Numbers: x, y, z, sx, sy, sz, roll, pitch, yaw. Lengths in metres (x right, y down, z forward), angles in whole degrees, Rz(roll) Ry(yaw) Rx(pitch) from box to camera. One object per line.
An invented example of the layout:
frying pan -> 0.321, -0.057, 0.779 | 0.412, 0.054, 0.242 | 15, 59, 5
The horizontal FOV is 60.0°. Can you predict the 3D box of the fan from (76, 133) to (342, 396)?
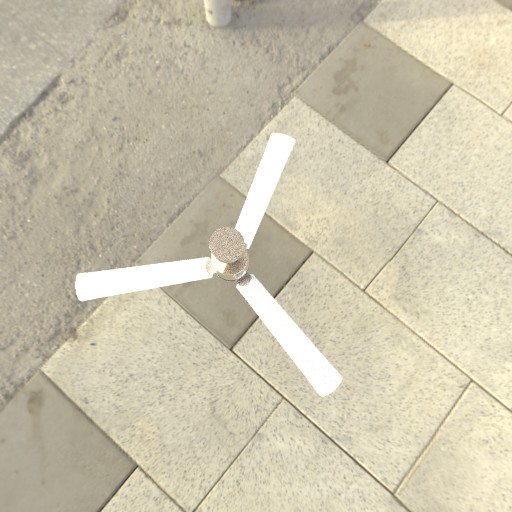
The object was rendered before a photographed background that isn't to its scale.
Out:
fan -> 0.000, 0.000, 2.373 | 1.531, 0.446, 1.561 | 37, 78, 9
